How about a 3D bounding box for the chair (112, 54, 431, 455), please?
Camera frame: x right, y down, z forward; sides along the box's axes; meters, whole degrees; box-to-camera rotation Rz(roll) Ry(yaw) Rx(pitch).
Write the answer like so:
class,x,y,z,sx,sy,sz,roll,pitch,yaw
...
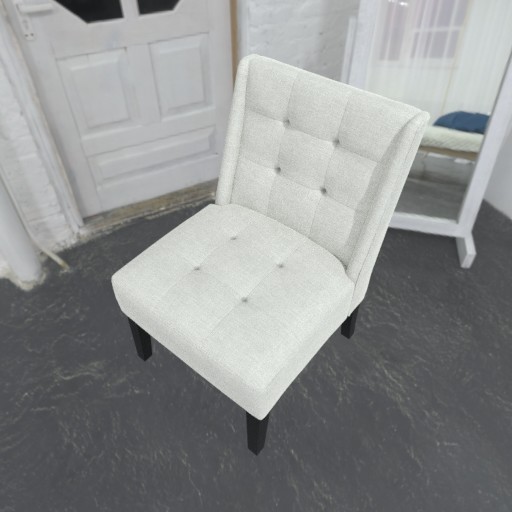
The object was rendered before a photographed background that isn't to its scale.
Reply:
class,x,y,z,sx,sy,sz,roll,pitch,yaw
chair,0.000,0.000,1.306,0.569,0.853,0.676,31,54,26
